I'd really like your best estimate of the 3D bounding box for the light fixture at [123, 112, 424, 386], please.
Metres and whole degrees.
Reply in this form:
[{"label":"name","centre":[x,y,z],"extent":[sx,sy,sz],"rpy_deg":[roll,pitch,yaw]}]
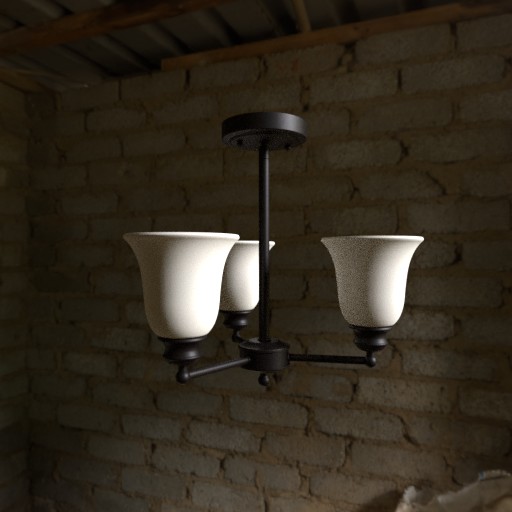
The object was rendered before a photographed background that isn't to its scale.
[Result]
[{"label":"light fixture","centre":[0.000,0.000,0.664],"extent":[0.388,0.370,0.354],"rpy_deg":[0,0,-18]}]
